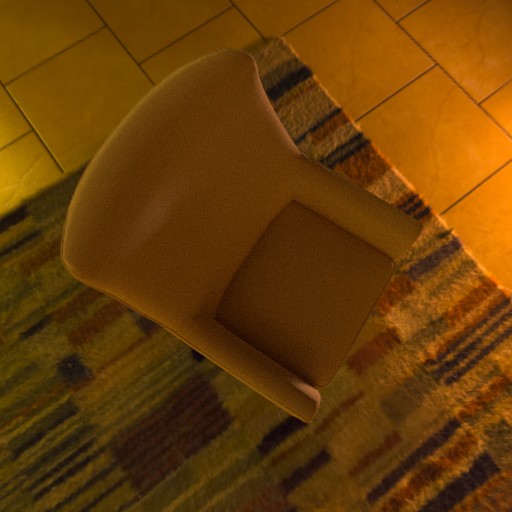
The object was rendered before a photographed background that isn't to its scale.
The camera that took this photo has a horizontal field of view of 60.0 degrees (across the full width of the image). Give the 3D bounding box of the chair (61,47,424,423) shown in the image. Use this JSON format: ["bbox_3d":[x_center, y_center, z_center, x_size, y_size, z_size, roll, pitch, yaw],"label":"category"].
[{"bbox_3d":[0.000,0.000,1.526,0.879,0.916,0.756,32,78,8],"label":"chair"}]
